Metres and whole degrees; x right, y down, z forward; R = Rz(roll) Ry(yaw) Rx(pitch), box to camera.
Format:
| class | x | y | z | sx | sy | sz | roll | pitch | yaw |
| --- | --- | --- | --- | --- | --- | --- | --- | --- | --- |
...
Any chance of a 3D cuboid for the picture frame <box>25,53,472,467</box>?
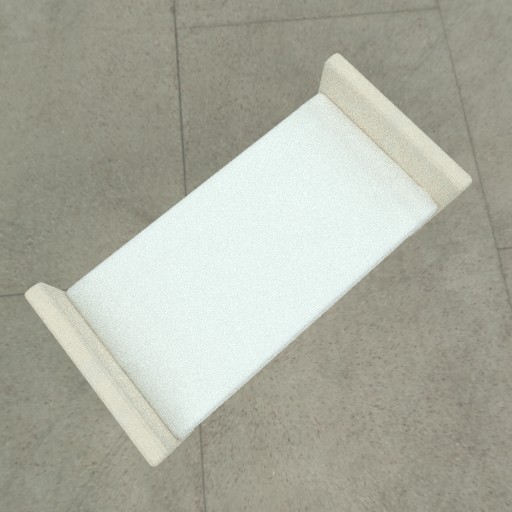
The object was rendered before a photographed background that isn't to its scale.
| class | x | y | z | sx | sy | sz | roll | pitch | yaw |
| --- | --- | --- | --- | --- | --- | --- | --- | --- | --- |
| picture frame | 0.000 | 0.000 | 2.703 | 2.161 | 0.891 | 1.069 | -40 | 79 | -9 |
